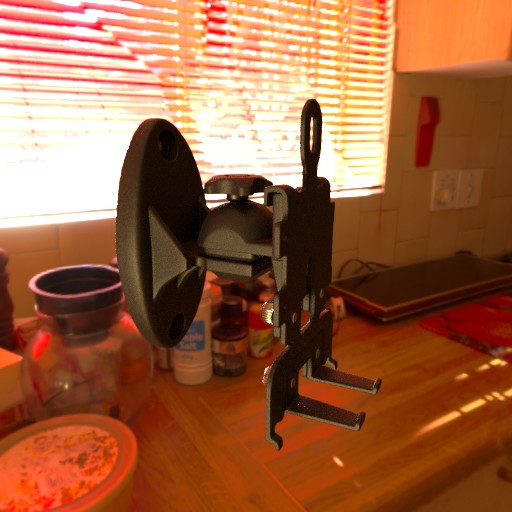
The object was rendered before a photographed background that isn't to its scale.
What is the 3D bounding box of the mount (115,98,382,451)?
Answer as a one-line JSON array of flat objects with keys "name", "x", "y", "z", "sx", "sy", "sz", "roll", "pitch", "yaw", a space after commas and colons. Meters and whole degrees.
[{"name": "mount", "x": 0.000, "y": 0.000, "z": 0.178, "sx": 0.100, "sy": 0.118, "sz": 0.066, "roll": 8, "pitch": 17, "yaw": 27}]
